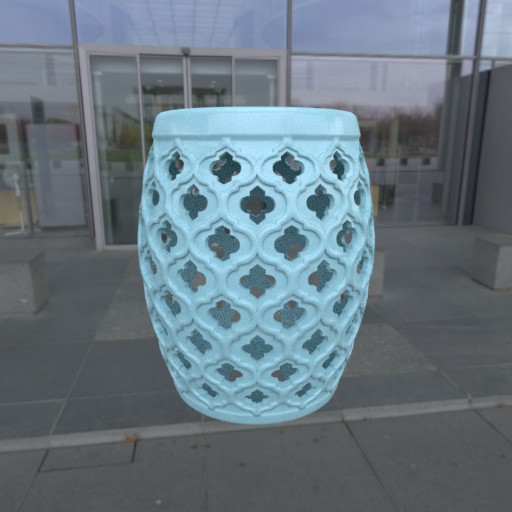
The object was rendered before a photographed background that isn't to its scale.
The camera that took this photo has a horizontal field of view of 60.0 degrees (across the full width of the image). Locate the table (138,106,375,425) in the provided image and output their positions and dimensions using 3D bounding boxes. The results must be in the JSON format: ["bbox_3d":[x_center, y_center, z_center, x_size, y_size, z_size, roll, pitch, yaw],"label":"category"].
[{"bbox_3d":[0.000,0.000,0.635,0.325,0.388,0.325,0,14,0],"label":"table"}]
